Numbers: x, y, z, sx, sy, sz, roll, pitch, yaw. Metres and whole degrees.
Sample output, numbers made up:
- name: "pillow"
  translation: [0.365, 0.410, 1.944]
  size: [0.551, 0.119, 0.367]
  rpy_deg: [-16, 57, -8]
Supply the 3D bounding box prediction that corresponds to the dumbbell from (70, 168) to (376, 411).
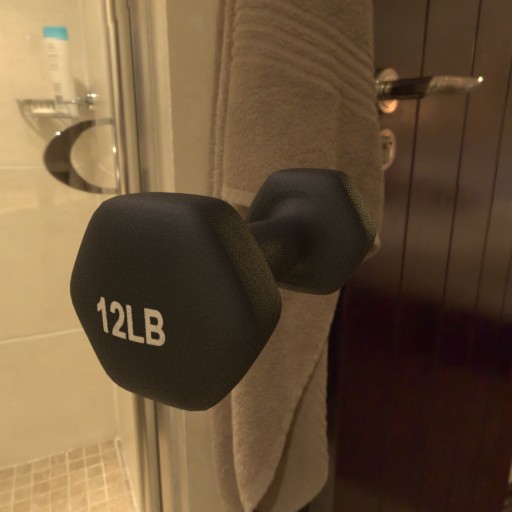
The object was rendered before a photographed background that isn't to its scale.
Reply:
- name: "dumbbell"
  translation: [0.000, 0.000, 0.291]
  size: [0.112, 0.101, 0.231]
  rpy_deg: [8, 17, 28]
